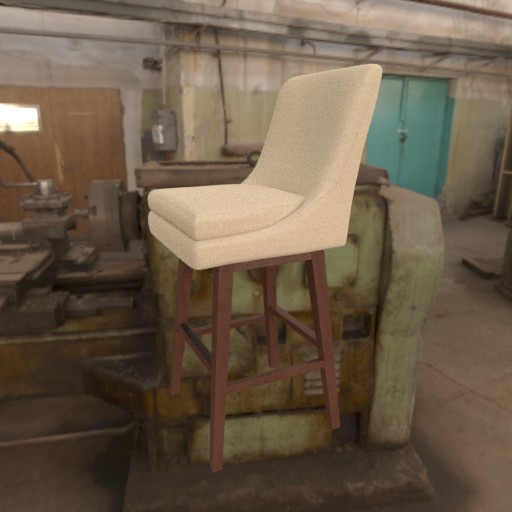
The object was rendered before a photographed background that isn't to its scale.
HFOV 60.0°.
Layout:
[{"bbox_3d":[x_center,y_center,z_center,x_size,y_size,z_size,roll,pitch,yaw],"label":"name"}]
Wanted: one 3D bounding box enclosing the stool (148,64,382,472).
[{"bbox_3d":[0.000,0.000,1.379,0.559,1.093,0.483,-8,18,-25],"label":"stool"}]
